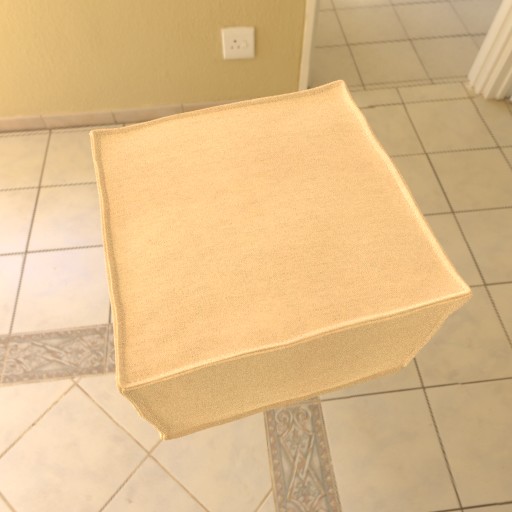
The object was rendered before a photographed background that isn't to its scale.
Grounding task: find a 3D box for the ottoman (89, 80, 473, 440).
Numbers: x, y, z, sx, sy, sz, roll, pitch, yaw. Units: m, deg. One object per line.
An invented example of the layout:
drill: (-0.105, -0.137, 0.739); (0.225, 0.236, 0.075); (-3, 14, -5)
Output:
ottoman: (0.000, 0.000, 1.135); (0.707, 0.470, 0.696); (-14, 59, -8)
